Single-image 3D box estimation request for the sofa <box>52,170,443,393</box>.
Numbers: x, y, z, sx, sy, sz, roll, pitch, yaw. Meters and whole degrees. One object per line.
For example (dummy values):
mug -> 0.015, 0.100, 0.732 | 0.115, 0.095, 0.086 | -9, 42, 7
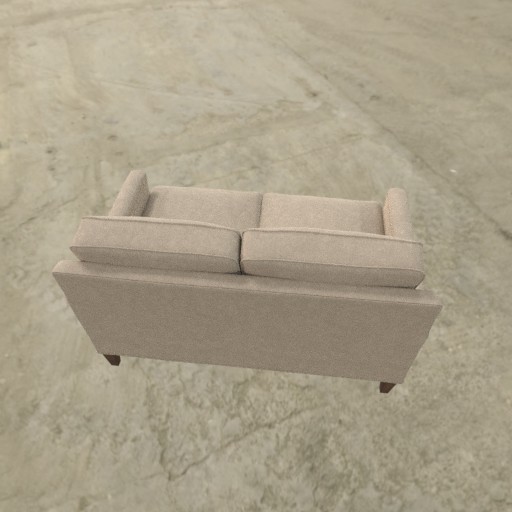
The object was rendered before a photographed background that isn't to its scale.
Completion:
sofa -> 0.000, 0.000, 2.294 | 1.597, 1.002, 1.084 | 5, 46, 4
